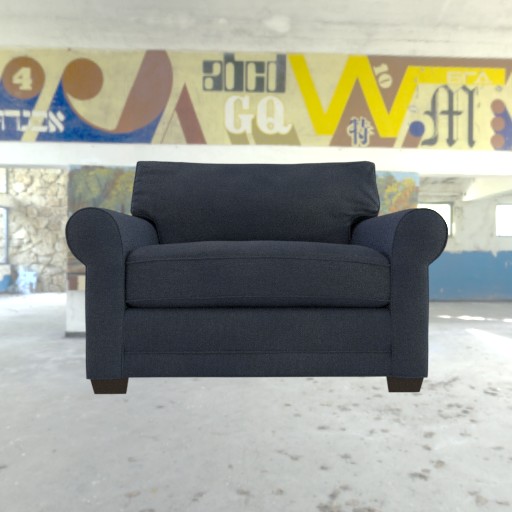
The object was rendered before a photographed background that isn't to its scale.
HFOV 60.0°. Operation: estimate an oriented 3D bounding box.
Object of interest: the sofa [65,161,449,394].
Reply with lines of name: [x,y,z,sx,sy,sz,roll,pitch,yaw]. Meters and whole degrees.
sofa: [0.000,0.000,2.058,1.405,1.004,0.938,0,1,-1]
